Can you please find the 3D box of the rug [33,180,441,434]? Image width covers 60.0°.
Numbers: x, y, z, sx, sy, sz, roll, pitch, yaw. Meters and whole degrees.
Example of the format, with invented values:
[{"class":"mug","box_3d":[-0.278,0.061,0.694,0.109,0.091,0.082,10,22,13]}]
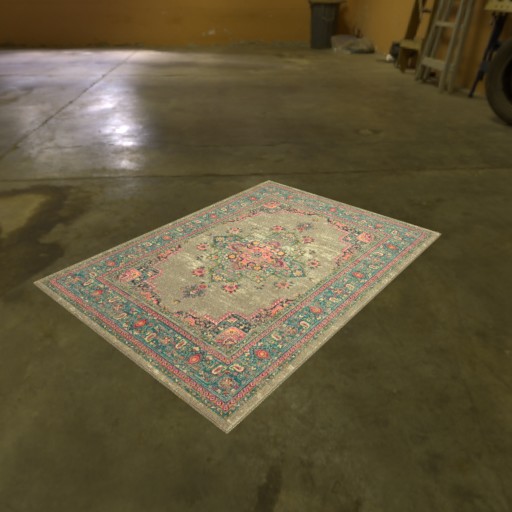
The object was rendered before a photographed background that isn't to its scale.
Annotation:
[{"class":"rug","box_3d":[0.000,0.000,2.907,1.609,0.013,2.214,24,38,34]}]
